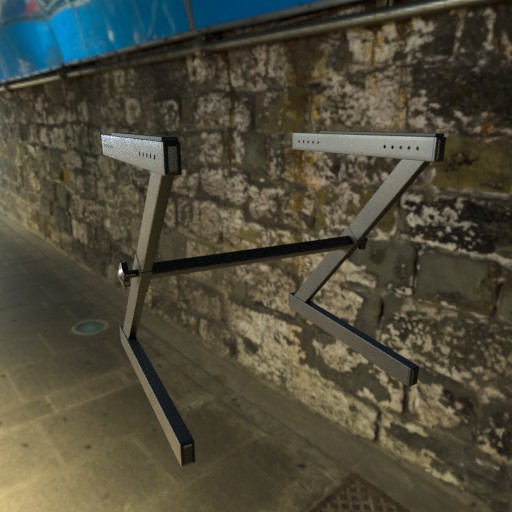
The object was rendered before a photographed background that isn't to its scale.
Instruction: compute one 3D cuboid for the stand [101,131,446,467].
[{"bbox_3d":[0.000,0.000,1.149,0.700,0.617,0.586,-8,18,-26],"label":"stand"}]
